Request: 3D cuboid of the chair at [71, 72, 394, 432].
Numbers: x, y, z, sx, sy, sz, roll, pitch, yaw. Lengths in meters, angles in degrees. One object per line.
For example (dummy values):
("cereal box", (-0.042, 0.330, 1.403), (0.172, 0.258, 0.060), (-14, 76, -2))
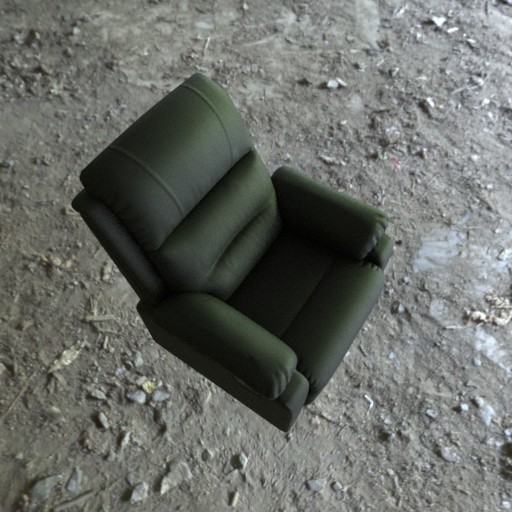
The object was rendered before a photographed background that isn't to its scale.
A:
("chair", (0.000, 0.000, 1.673), (0.919, 0.992, 0.855), (30, 64, 17))
